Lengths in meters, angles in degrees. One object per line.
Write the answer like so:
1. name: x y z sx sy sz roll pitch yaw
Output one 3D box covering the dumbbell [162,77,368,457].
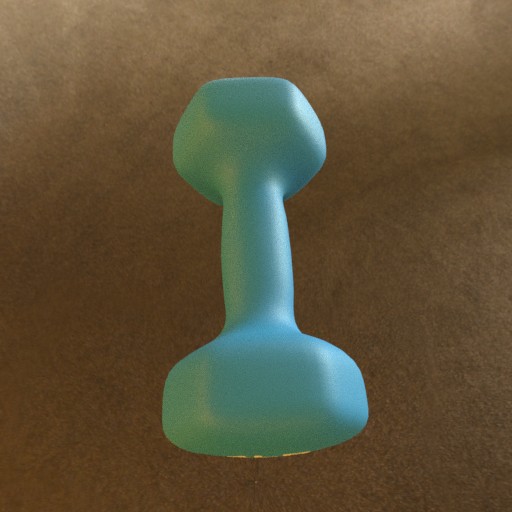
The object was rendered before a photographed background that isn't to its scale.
1. dumbbell: 0.000 0.000 0.184 0.074 0.066 0.152 -2 63 -1
